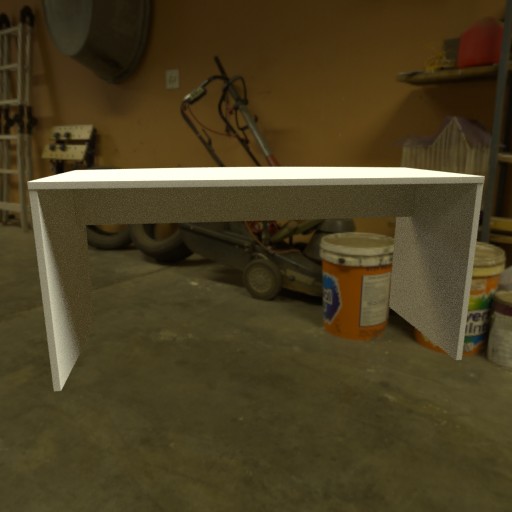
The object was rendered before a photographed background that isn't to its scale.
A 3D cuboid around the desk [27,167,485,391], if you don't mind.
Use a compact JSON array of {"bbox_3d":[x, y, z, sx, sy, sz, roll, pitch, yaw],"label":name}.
[{"bbox_3d":[0.000,0.000,2.008,1.600,0.750,0.802,-2,14,-8],"label":"desk"}]
